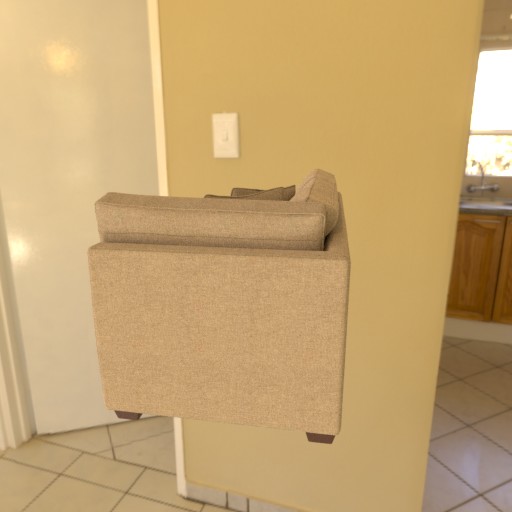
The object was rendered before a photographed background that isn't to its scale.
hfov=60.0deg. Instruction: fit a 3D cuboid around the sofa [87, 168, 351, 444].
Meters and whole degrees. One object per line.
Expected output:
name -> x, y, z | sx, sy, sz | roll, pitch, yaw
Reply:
sofa -> 0.000, 0.000, 2.849 | 1.110, 1.019, 2.238 | 3, 16, 9
